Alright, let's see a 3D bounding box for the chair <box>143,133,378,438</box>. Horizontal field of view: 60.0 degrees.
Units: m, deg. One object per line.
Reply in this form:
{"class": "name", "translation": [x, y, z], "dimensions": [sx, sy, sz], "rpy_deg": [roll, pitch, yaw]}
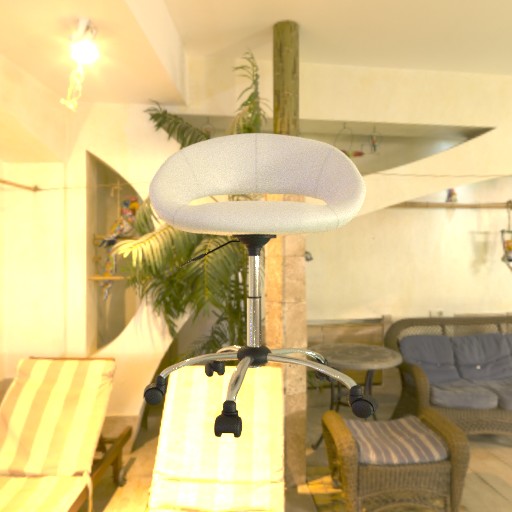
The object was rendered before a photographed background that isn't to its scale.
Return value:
{"class": "chair", "translation": [0.000, 0.000, 1.212], "dimensions": [0.612, 0.791, 0.538], "rpy_deg": [0, 0, 1]}
